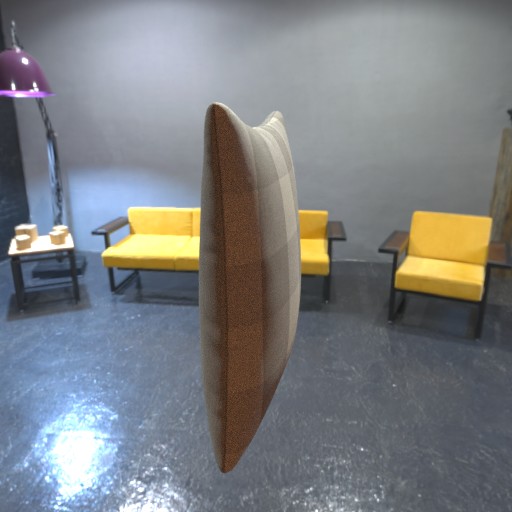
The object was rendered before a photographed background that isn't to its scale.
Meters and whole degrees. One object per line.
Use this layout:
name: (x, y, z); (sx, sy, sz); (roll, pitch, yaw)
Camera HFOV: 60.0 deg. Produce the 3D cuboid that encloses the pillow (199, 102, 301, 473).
pillow: (0.000, 0.000, 0.802); (0.161, 0.509, 0.511); (3, 17, 10)
